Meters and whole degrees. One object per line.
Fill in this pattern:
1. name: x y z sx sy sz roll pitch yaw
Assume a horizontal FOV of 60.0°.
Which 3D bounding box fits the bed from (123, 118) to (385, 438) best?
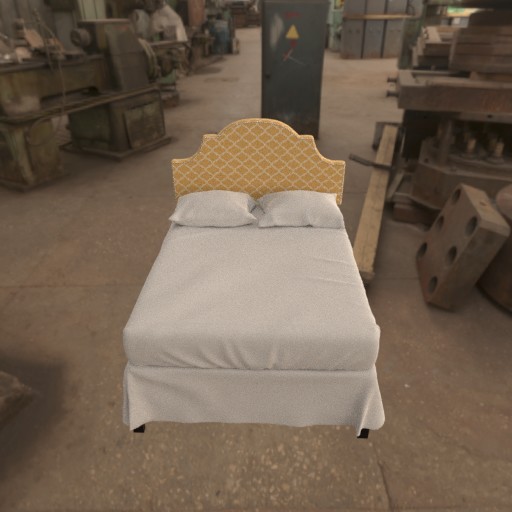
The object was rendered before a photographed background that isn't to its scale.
1. bed: 0.000 0.000 3.420 1.780 1.633 2.222 1 31 1
